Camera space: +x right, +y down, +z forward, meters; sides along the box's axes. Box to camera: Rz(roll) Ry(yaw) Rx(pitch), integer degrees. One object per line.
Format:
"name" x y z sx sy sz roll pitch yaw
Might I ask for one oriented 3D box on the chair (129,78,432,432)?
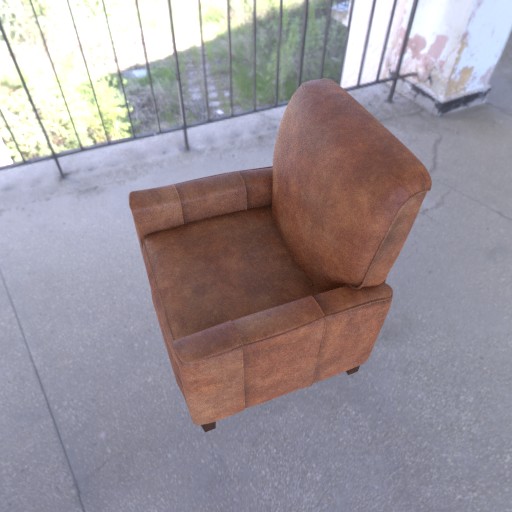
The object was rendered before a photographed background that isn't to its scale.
"chair" 0.000 0.000 1.709 0.836 1.043 0.843 -16 50 -14
